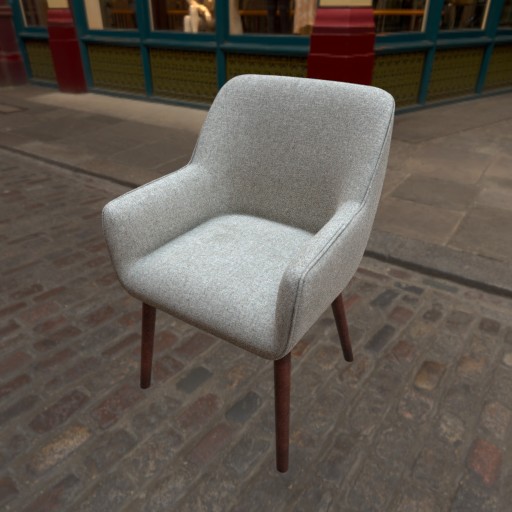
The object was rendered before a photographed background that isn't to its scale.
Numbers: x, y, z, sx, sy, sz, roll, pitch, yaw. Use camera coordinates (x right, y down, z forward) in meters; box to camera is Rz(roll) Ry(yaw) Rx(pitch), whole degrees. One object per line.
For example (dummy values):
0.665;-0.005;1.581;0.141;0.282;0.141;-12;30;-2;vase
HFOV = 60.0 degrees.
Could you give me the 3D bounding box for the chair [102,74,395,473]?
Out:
0.000;0.000;1.146;0.543;0.803;0.519;19;35;29;chair
